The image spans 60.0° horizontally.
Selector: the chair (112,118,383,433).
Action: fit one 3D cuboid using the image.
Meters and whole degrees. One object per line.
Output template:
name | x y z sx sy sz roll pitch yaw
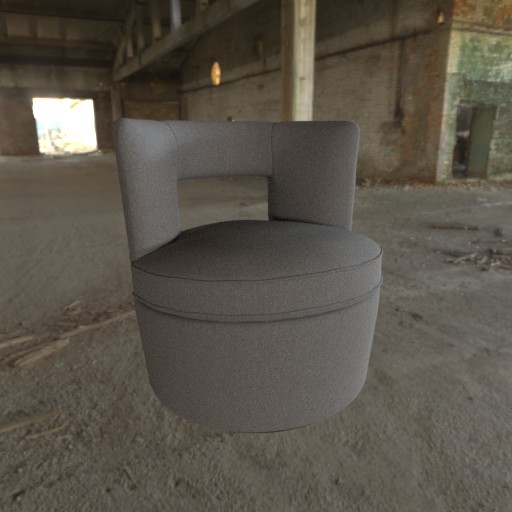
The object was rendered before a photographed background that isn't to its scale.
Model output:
chair | 0.000 0.000 1.215 0.689 0.719 0.660 -8 18 -25
